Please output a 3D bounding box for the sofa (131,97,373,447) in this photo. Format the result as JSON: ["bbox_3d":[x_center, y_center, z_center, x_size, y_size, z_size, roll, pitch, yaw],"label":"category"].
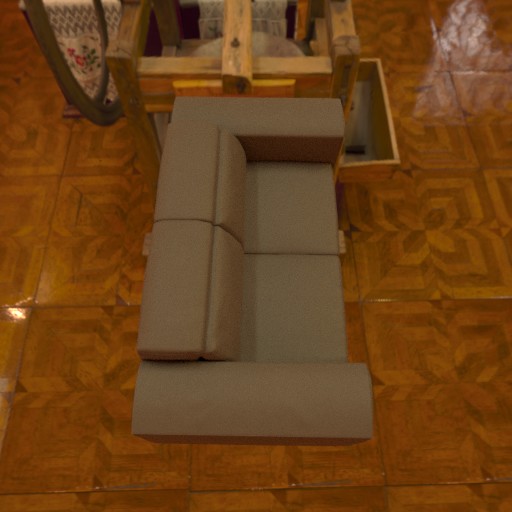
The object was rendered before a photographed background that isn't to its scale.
[{"bbox_3d":[0.000,0.000,2.407,1.003,0.779,1.895,1,63,0],"label":"sofa"}]
